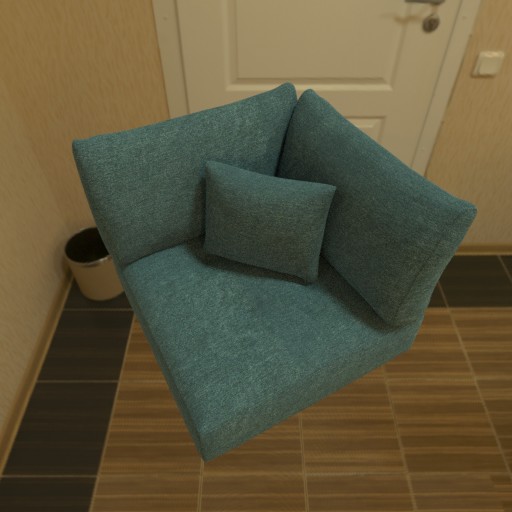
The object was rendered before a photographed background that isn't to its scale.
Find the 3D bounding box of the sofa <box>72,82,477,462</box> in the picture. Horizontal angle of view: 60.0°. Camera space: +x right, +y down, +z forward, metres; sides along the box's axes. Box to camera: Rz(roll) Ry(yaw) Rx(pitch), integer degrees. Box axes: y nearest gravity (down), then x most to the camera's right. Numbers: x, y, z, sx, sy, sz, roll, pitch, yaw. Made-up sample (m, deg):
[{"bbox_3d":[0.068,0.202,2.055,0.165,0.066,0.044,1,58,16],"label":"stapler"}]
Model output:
[{"bbox_3d":[0.000,0.000,1.726,1.000,0.820,1.000,-22,50,-20],"label":"sofa"}]
